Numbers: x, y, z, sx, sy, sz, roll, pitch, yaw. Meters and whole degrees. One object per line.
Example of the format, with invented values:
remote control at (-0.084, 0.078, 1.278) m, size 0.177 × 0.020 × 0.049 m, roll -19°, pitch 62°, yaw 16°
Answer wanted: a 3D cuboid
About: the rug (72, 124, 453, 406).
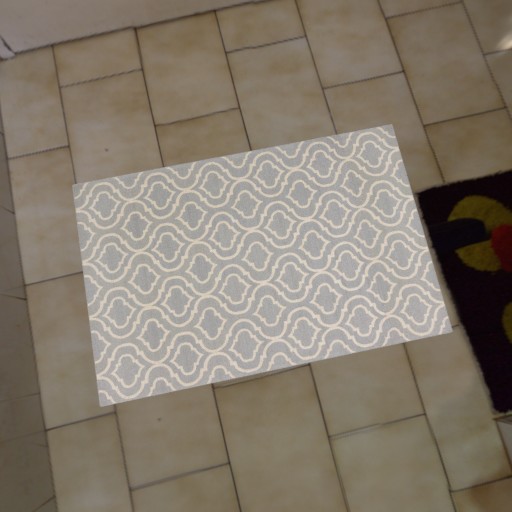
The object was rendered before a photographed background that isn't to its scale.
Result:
rug at (0.000, 0.000, 2.265) m, size 1.749 × 0.015 × 1.141 m, roll -11°, pitch 78°, yaw -2°
